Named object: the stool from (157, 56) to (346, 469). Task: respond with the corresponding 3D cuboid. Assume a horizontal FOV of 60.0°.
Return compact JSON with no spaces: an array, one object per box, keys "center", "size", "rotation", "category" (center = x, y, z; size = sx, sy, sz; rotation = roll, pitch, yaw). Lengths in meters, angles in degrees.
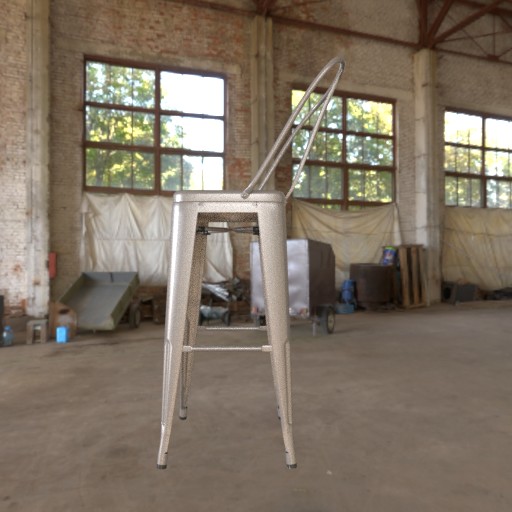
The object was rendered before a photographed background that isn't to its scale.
[{"center":[0.000,0.000,1.320],"size":[0.513,1.096,0.399],"rotation":[0,0,-1],"category":"stool"}]
